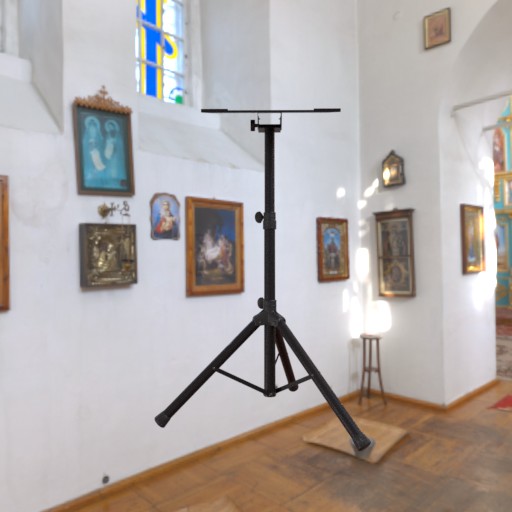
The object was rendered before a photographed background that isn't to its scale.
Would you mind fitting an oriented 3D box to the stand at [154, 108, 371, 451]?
[{"bbox_3d":[0.000,0.000,1.685,0.702,1.198,0.702,0,-2,1],"label":"stand"}]
